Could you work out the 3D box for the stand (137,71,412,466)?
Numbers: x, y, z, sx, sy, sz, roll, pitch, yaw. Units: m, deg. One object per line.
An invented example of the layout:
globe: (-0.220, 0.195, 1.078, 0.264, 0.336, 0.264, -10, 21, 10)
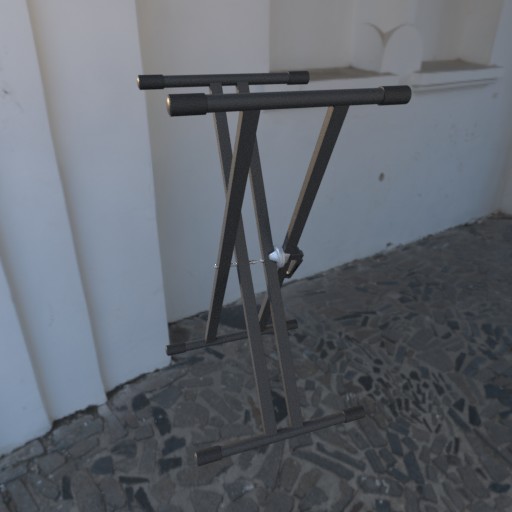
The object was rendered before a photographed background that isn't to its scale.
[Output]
stand: (0.000, 0.000, 1.213, 0.495, 0.900, 0.503, -9, 27, -17)
